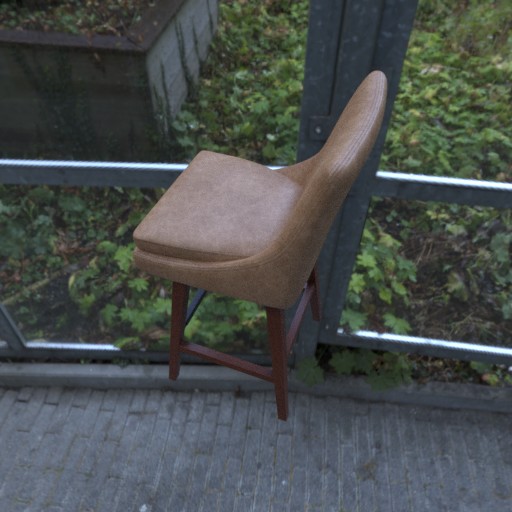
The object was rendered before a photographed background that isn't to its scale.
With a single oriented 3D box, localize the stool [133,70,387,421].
[{"bbox_3d":[0.000,0.000,1.393,0.572,1.079,0.487,15,48,14],"label":"stool"}]
